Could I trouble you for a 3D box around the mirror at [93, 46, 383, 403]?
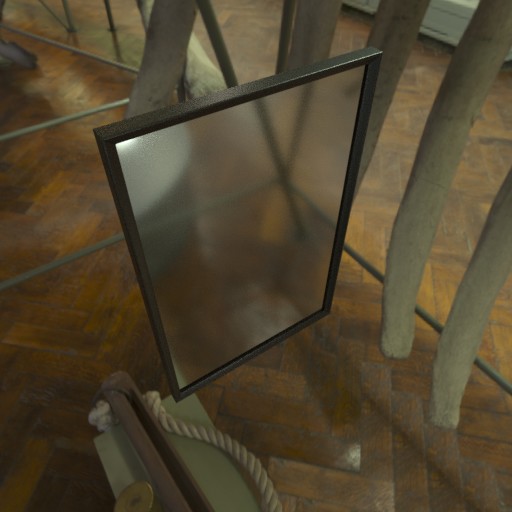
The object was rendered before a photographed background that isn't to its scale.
[{"bbox_3d":[0.000,0.000,1.149,0.609,0.915,0.041,-26,51,-22],"label":"mirror"}]
